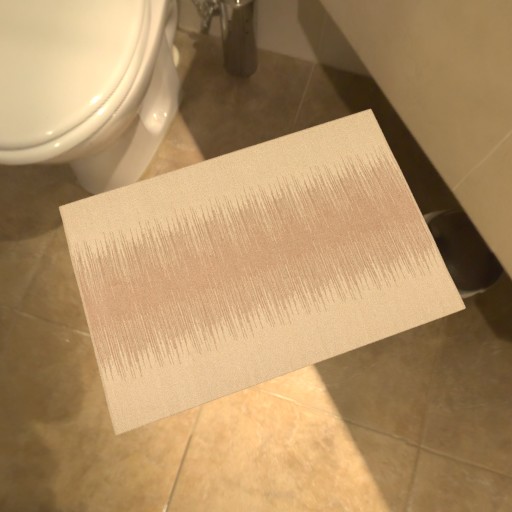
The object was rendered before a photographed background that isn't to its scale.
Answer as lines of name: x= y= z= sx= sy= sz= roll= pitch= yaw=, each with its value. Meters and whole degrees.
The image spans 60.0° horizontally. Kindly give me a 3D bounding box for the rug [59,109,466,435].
rug: x=0.000 y=0.000 z=2.339 sx=1.850 sy=0.006 sz=1.234 roll=-19 pitch=75 yaw=-5
